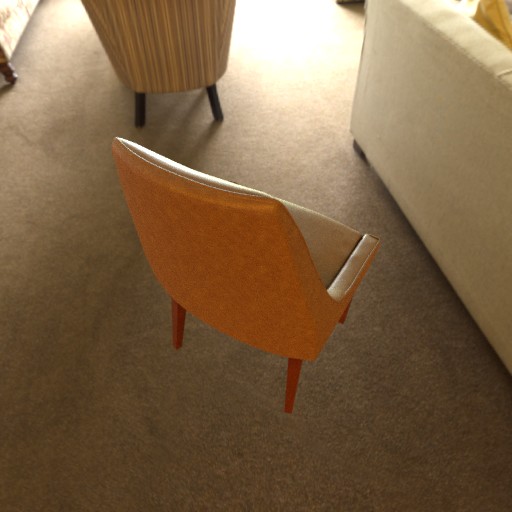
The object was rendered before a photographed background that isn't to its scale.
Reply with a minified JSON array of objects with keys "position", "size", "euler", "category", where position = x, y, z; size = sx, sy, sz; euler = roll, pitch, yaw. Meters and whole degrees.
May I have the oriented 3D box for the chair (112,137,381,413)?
[{"position":[0.000,0.000,1.192],"size":[0.529,0.861,0.544],"euler":[24,52,21],"category":"chair"}]
